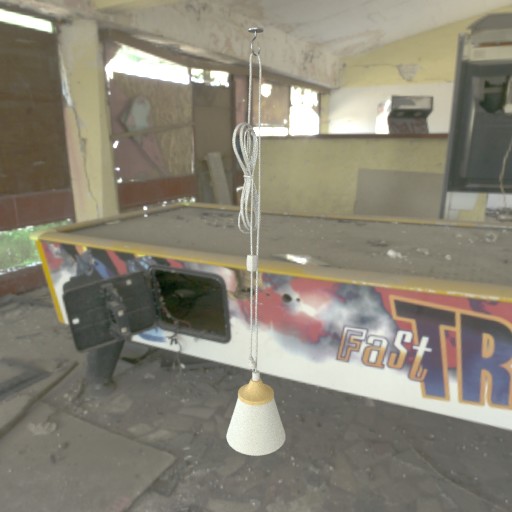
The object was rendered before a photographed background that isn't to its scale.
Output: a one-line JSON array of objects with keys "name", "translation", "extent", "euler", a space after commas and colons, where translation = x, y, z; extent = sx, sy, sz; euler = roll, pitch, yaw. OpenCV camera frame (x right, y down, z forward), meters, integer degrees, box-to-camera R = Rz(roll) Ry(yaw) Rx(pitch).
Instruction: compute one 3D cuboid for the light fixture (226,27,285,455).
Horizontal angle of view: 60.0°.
[{"name": "light fixture", "translation": [0.000, 0.000, 1.035], "extent": [0.153, 0.966, 0.153], "euler": [-7, 16, -26]}]
